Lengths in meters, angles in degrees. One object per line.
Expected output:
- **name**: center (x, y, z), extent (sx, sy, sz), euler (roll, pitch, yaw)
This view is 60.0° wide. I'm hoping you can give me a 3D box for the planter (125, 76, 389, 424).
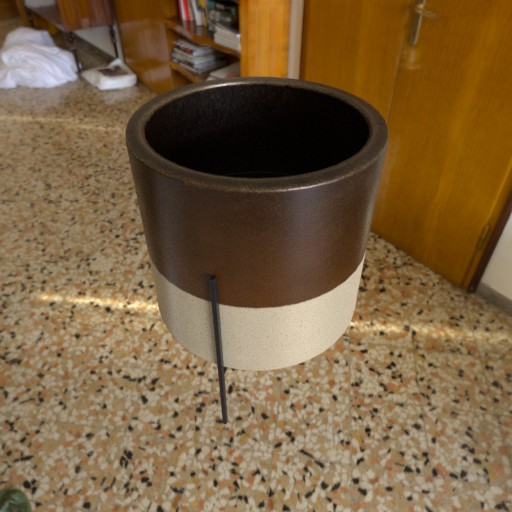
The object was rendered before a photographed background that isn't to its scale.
- **planter**: center (0.000, 0.000, 0.732), extent (0.345, 0.465, 0.354), euler (12, 42, 13)
